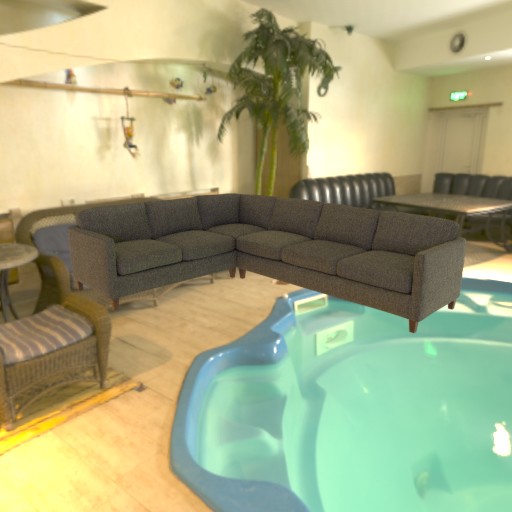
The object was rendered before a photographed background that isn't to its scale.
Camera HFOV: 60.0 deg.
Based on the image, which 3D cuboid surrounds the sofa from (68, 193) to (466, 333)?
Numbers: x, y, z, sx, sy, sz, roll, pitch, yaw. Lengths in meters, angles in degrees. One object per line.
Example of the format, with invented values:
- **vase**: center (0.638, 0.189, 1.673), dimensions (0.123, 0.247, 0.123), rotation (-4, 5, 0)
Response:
- **sofa**: center (0.000, 0.000, 4.593), dimensions (2.593, 0.947, 3.302), rotation (-14, 20, -43)
